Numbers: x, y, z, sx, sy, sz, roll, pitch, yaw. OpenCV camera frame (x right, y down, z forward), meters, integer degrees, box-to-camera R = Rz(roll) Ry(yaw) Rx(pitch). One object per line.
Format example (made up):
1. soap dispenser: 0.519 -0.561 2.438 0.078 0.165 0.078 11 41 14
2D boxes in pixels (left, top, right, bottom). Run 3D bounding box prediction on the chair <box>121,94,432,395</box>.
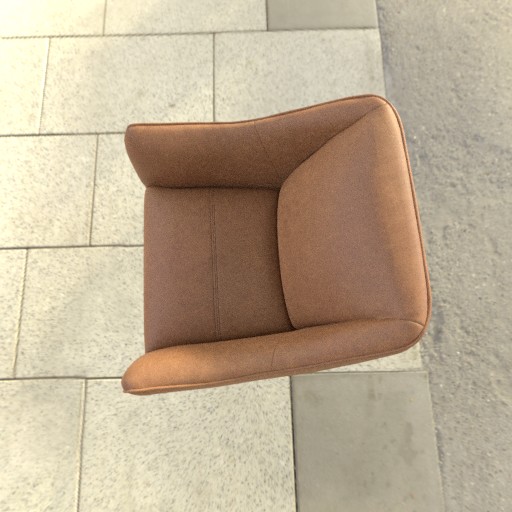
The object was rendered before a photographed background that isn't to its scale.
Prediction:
1. chair: 0.000 0.000 1.545 0.852 0.830 0.871 -4 75 -1
